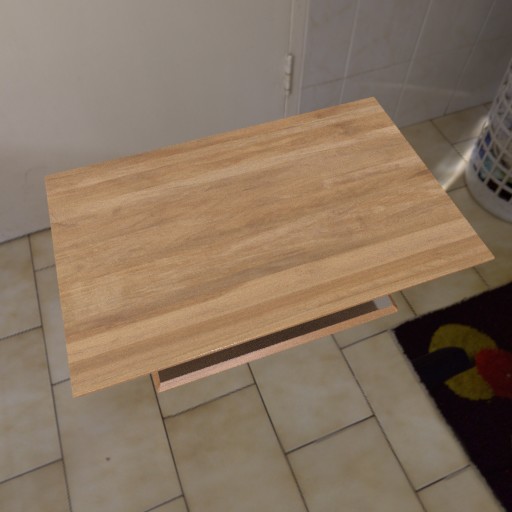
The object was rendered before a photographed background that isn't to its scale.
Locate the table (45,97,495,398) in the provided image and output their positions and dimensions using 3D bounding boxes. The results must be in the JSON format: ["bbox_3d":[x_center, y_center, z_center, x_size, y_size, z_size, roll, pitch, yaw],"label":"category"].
[{"bbox_3d":[0.000,0.000,1.436,1.100,0.441,0.692,-17,59,-10],"label":"table"}]
